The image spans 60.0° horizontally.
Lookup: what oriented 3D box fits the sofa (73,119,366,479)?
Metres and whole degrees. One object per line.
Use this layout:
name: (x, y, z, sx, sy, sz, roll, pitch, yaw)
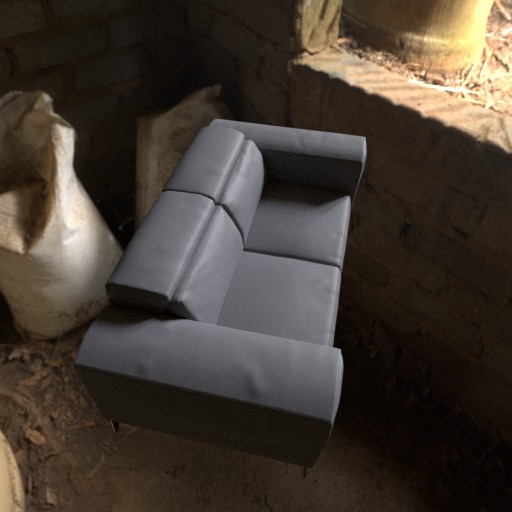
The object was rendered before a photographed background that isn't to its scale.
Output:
sofa: (0.000, 0.000, 2.376, 1.003, 0.779, 1.895, 10, 47, 9)
